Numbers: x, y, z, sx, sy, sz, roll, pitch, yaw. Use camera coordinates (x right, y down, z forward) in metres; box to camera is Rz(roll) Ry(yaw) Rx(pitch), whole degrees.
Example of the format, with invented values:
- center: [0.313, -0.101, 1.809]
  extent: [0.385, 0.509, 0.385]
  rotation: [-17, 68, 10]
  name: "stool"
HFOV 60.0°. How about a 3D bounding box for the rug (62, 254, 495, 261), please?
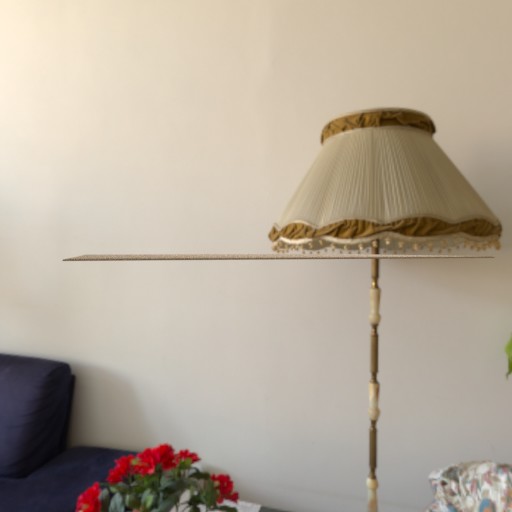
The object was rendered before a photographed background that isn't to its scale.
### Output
- center: [0.000, 0.000, 4.032]
  extent: [3.034, 0.012, 2.406]
  rotation: [0, 1, -19]
  name: "rug"
